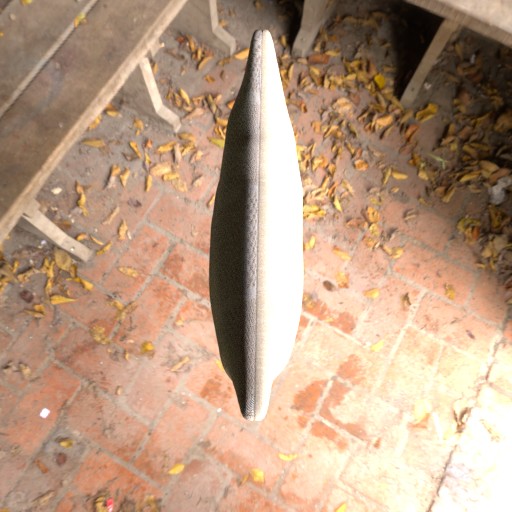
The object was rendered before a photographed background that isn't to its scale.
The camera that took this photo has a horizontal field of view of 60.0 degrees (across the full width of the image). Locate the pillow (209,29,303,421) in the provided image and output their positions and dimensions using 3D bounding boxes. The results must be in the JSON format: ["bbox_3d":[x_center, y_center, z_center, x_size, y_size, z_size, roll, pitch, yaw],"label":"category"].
[{"bbox_3d":[0.000,0.000,0.665,0.138,0.432,0.436,1,74,0],"label":"pillow"}]
